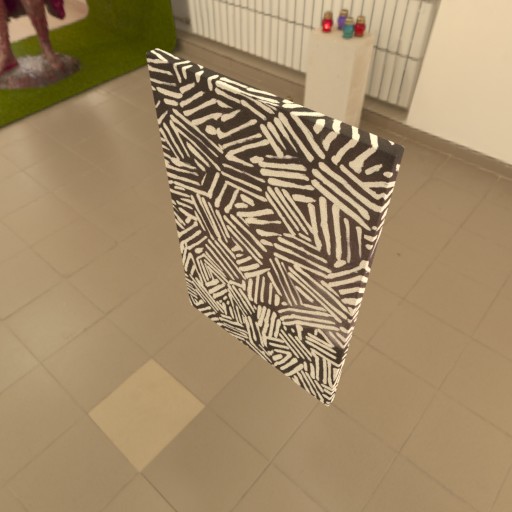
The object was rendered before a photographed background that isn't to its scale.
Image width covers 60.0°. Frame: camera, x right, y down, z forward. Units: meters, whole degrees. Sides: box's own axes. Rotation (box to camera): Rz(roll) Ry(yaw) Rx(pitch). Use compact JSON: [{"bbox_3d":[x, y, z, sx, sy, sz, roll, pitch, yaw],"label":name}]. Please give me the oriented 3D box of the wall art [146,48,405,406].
[{"bbox_3d":[0.000,0.000,1.187,0.615,0.918,0.035,32,54,26],"label":"wall art"}]
